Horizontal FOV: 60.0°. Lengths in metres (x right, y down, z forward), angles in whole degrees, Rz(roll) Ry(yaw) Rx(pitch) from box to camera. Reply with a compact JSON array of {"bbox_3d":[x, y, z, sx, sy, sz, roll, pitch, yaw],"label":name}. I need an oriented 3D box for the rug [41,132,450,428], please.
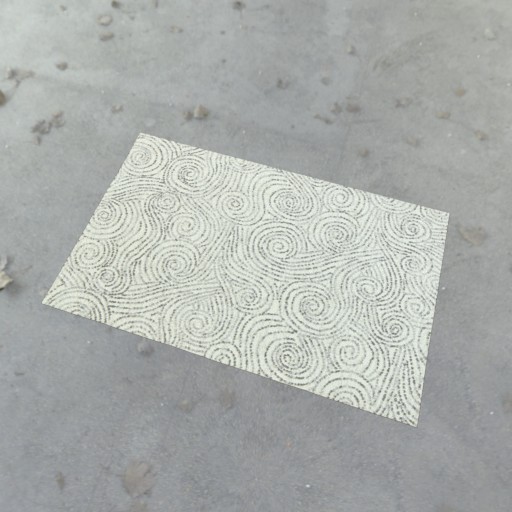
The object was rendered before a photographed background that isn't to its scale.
[{"bbox_3d":[0.000,0.000,3.031,2.439,0.005,1.524,16,64,8],"label":"rug"}]
